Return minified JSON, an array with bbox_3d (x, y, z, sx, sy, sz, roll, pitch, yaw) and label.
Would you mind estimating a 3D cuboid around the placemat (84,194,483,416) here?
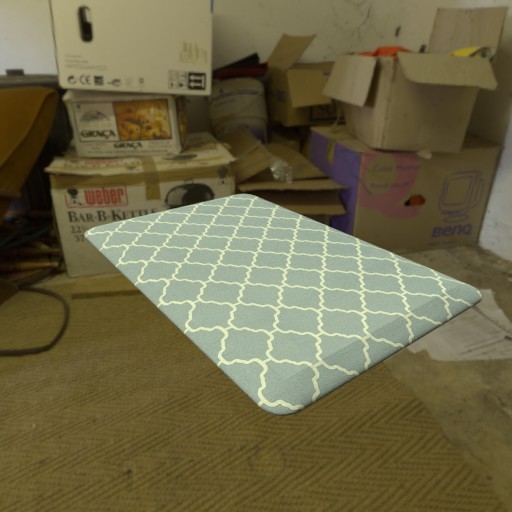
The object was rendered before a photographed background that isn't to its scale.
[{"bbox_3d":[0.000,0.000,0.948,0.508,0.021,0.762,-18,31,-33],"label":"placemat"}]
